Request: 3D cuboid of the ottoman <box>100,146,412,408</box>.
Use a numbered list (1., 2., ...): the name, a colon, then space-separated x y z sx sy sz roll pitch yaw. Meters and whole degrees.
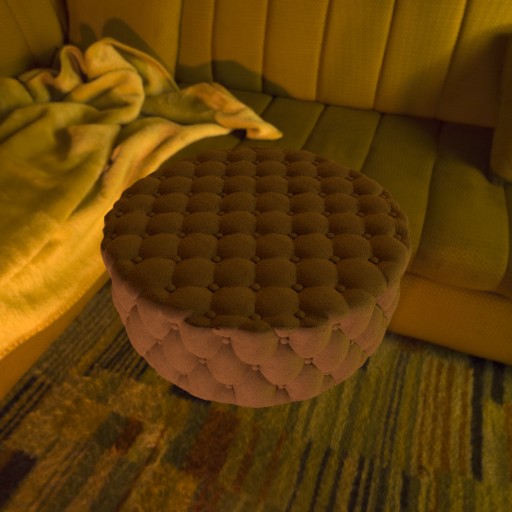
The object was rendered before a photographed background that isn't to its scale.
1. ottoman: 0.000 0.000 1.556 0.998 0.399 0.998 0 41 0
